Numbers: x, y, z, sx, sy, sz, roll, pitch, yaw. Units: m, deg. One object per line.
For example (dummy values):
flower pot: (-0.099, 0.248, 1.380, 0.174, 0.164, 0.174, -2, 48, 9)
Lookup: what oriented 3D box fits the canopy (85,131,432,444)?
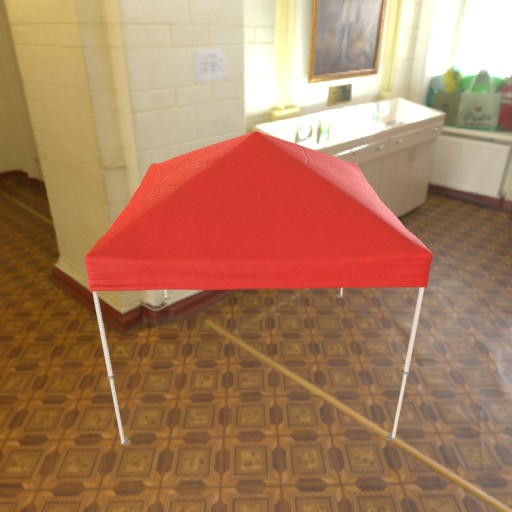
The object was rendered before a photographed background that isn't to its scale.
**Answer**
canopy: (0.000, 0.000, 5.427, 2.998, 2.997, 2.996, -1, 27, -1)
